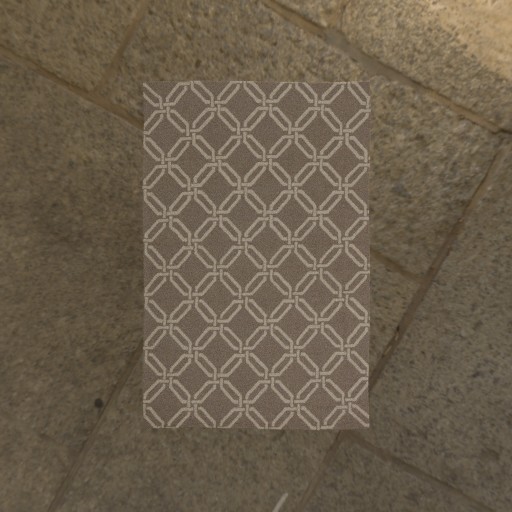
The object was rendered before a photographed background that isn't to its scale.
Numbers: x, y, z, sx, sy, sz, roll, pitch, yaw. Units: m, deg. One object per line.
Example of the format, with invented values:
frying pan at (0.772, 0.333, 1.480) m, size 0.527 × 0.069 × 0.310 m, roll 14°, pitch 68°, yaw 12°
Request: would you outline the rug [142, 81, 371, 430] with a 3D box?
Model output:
rug at (0.000, 0.000, 2.217) m, size 1.142 × 0.010 × 1.748 m, roll 0°, pitch 91°, yaw 1°
